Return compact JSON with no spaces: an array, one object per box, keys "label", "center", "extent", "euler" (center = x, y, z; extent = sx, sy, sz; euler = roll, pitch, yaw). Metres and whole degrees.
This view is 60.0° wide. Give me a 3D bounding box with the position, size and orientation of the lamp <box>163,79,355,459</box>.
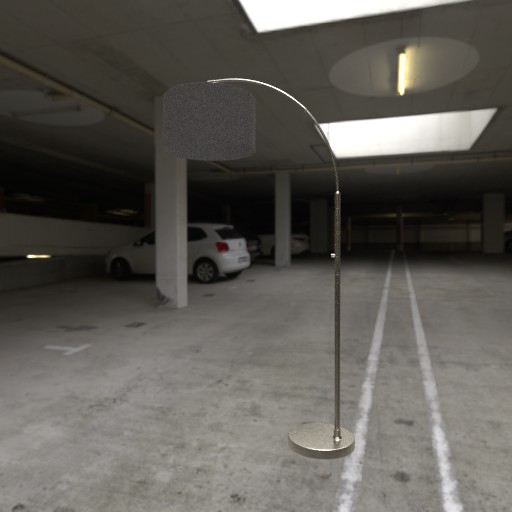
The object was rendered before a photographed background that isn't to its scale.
[{"label":"lamp","center":[0.000,0.000,2.132],"extent":[0.934,1.735,0.452],"euler":[0,0,18]}]
